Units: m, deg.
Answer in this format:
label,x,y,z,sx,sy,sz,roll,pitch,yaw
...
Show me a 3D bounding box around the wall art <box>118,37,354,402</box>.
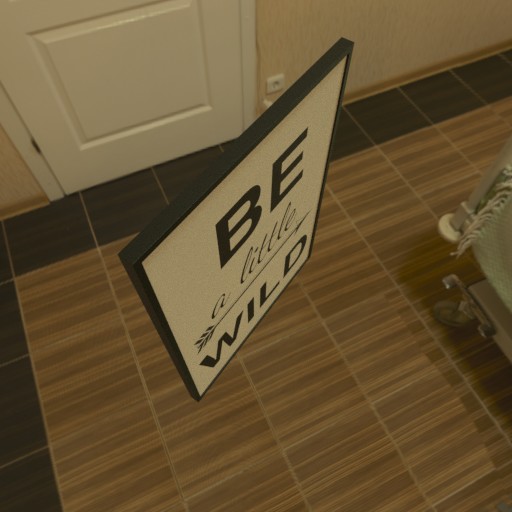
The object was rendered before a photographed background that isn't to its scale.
label,x,y,z,sx,sy,sz,roll,pitch,yaw
wall art,0.000,0.000,1.421,0.038,1.062,0.806,32,64,18
